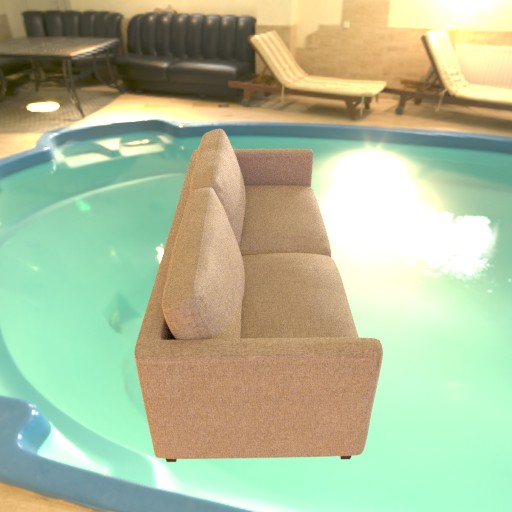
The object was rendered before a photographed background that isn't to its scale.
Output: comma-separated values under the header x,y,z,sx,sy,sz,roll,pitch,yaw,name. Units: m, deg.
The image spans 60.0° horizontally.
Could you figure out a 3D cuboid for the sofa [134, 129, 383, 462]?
x,y,z,sx,sy,sz,roll,pitch,yaw,name
0.000,0.000,2.661,0.951,0.965,2.208,-1,33,-1,sofa
